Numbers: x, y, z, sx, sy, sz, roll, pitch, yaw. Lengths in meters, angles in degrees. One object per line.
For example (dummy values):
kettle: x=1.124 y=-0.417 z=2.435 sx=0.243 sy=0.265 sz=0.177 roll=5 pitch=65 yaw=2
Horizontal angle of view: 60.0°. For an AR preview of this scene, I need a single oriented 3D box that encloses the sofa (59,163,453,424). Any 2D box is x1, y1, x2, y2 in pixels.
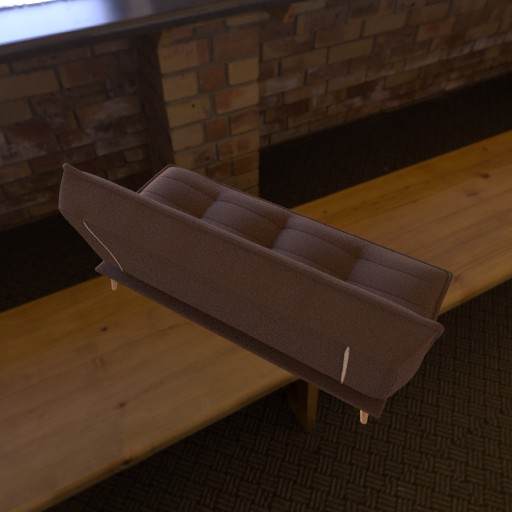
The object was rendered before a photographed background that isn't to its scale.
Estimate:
sofa: x=0.000 y=0.000 z=2.425 sx=1.940 sy=0.890 sz=0.950 roll=24 pitch=52 yaw=20
